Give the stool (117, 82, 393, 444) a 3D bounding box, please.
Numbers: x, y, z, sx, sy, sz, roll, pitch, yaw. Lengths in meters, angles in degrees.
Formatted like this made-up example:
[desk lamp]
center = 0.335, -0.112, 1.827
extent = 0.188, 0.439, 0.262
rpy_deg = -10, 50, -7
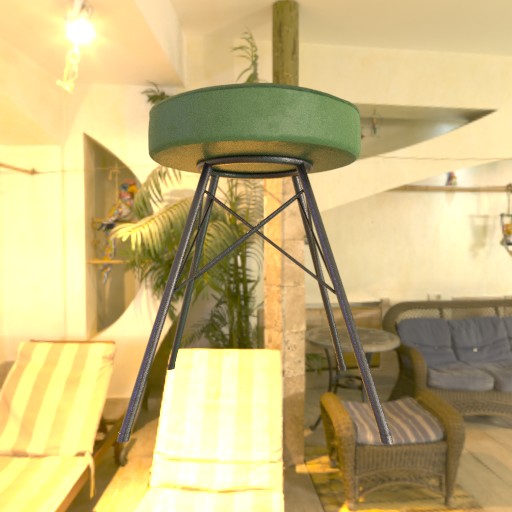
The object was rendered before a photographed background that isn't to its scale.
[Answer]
[stool]
center = 0.000, 0.000, 0.925
extent = 0.457, 0.595, 0.430
rpy_deg = 0, 2, 1
